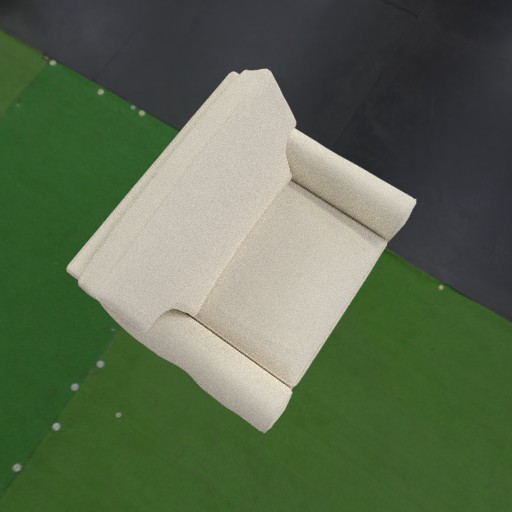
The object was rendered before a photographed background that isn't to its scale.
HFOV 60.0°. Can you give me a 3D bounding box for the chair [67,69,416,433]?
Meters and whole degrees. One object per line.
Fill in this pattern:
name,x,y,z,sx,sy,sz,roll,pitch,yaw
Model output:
chair,0.000,0.000,1.826,0.904,0.958,1.099,34,77,9
